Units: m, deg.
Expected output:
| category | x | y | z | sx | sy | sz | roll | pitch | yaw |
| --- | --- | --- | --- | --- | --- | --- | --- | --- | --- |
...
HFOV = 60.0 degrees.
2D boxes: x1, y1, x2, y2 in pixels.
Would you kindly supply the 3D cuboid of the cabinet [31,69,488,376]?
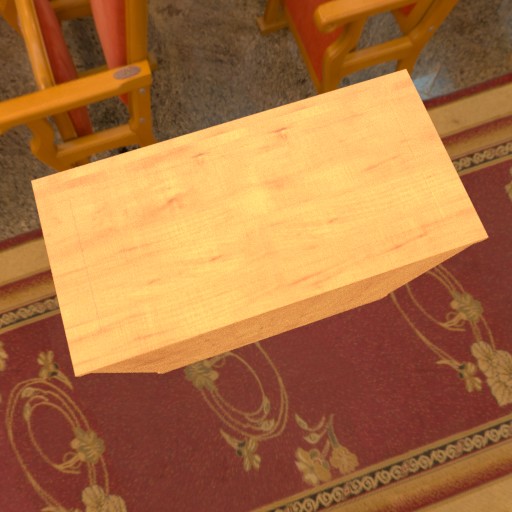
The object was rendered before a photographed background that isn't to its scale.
| category | x | y | z | sx | sy | sz | roll | pitch | yaw |
| --- | --- | --- | --- | --- | --- | --- | --- | --- | --- |
| cabinet | 0.000 | 0.000 | 1.389 | 0.920 | 0.840 | 0.450 | -18 | 76 | -5 |
